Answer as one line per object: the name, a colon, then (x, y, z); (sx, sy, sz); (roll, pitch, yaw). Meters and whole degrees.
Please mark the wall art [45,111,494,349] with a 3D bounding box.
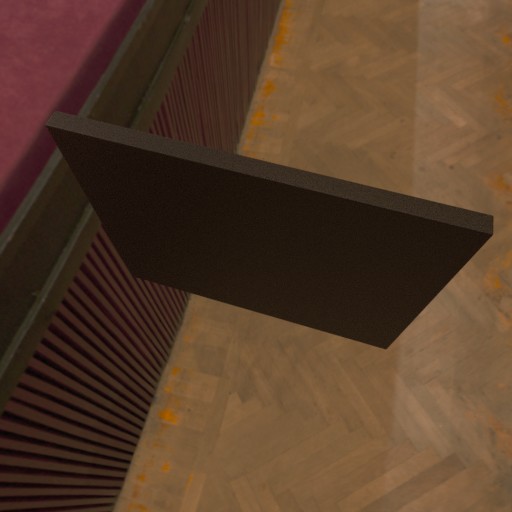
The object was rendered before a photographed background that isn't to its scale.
wall art: (0.000, 0.000, 0.735); (0.558, 0.457, 0.031); (15, 63, 8)
